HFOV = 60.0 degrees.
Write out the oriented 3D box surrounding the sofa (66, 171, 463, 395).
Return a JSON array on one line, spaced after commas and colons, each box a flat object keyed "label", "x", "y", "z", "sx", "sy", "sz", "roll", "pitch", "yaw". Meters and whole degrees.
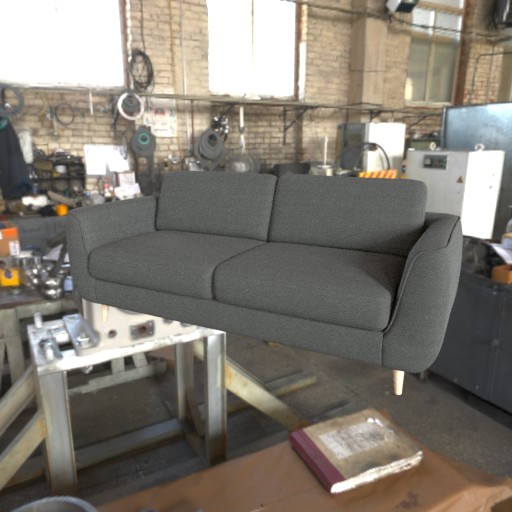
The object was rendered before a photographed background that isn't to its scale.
[{"label": "sofa", "x": 0.000, "y": 0.000, "z": 2.401, "sx": 2.000, "sy": 0.850, "sz": 0.920, "roll": 7, "pitch": 16, "yaw": 27}]
